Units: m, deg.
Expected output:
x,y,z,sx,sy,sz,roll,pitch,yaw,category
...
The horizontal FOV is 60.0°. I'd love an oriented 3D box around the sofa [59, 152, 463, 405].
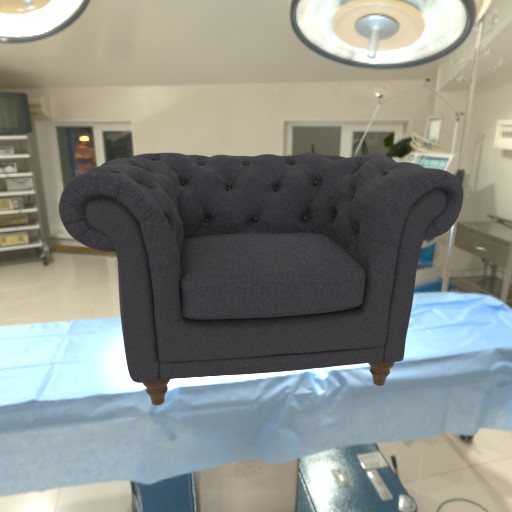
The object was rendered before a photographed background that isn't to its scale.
x,y,z,sx,sy,sz,roll,pitch,yaw,category
0.000,0.000,1.994,1.405,0.878,1.032,-2,17,-8,sofa
